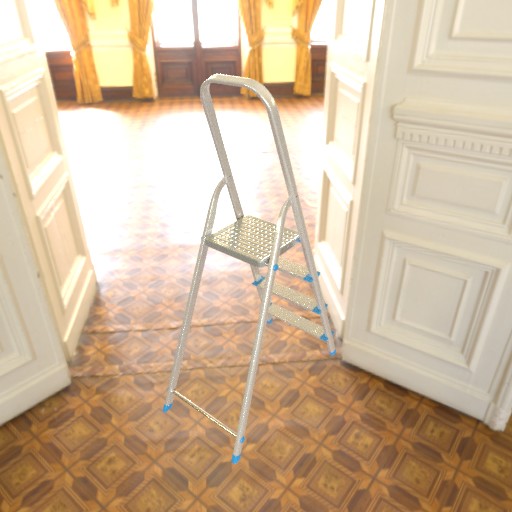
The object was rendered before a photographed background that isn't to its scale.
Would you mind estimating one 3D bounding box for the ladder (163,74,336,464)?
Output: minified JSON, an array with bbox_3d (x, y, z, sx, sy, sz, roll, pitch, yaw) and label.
[{"bbox_3d":[0.000,0.000,1.847,0.445,1.434,0.842,22,37,32],"label":"ladder"}]
